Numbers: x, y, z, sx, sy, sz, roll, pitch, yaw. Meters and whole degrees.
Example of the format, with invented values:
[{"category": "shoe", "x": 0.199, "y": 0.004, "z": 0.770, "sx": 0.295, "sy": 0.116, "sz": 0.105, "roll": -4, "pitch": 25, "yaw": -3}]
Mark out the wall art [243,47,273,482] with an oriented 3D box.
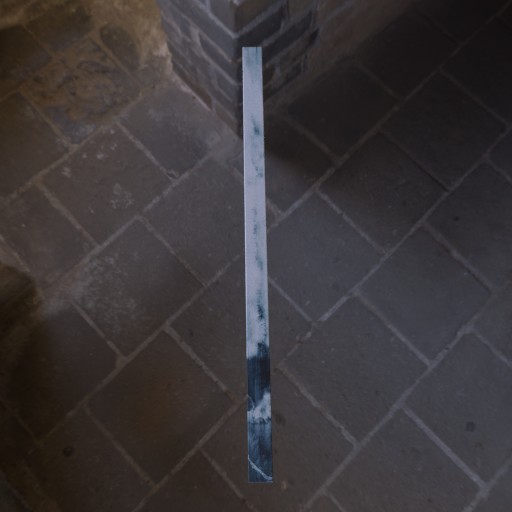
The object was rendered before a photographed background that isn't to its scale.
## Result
[{"category": "wall art", "x": 0.000, "y": 0.000, "z": 0.875, "sx": 0.037, "sy": 0.251, "sz": 0.759, "roll": -1, "pitch": 76, "yaw": 0}]
